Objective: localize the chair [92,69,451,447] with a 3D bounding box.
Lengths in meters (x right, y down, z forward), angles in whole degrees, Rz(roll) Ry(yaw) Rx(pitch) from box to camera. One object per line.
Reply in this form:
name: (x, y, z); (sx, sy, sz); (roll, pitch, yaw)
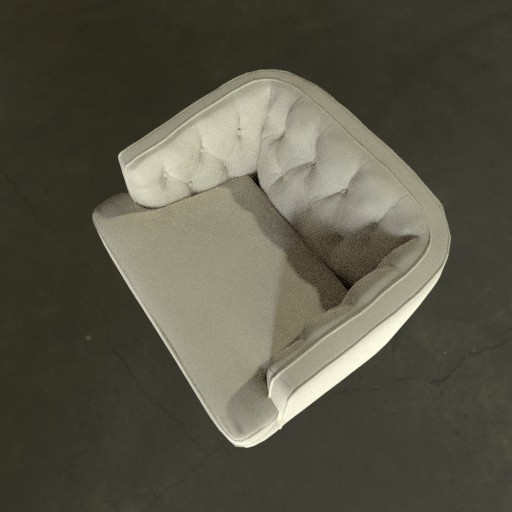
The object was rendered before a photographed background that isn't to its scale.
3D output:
chair: (0.000, 0.000, 1.742); (0.941, 0.852, 1.104); (-32, 66, -16)
